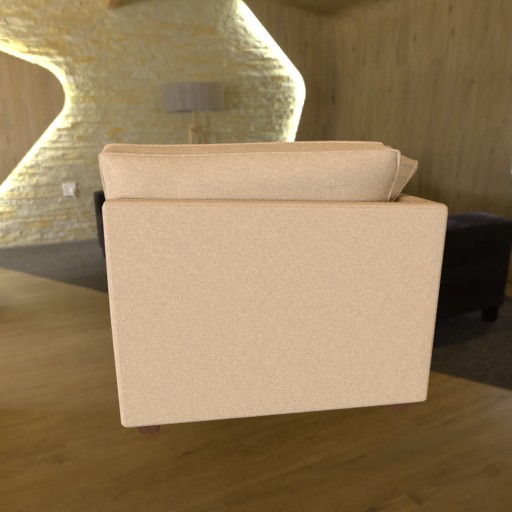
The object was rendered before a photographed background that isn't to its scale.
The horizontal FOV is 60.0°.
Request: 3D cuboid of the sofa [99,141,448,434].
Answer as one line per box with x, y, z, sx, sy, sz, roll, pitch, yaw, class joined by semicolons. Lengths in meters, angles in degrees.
0.000;0.000;1.848;1.042;0.937;1.050;-2;15;-8;sofa
